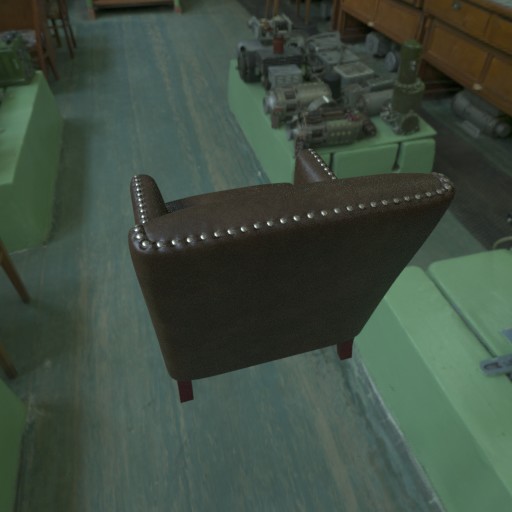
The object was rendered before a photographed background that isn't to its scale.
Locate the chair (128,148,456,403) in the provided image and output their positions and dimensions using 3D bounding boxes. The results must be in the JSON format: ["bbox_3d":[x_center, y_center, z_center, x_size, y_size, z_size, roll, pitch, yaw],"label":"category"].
[{"bbox_3d":[0.000,0.000,1.286,0.639,0.813,0.704,-11,44,-12],"label":"chair"}]
